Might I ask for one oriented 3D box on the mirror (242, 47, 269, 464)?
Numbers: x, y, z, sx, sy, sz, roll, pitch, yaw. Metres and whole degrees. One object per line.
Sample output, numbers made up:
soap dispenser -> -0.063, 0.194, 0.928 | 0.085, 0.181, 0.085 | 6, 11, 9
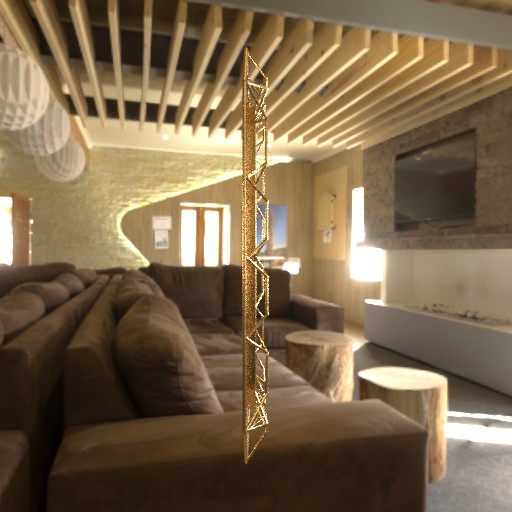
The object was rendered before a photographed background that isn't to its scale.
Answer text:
mirror -> 0.000, 0.000, 1.084 | 0.051, 0.870, 0.572 | 0, 1, 0
